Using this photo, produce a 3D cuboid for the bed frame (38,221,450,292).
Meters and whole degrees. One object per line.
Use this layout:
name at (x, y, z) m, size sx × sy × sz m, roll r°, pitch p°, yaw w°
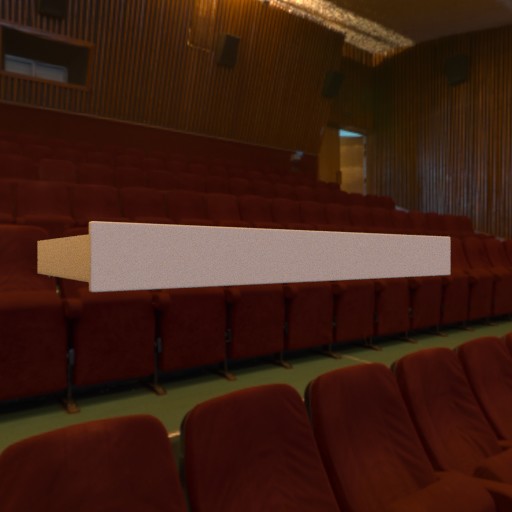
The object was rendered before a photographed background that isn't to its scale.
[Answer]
bed frame at (0.000, 0.000, 1.532) m, size 1.300 × 0.141 × 0.670 m, roll 0°, pitch 0°, yaw -36°
